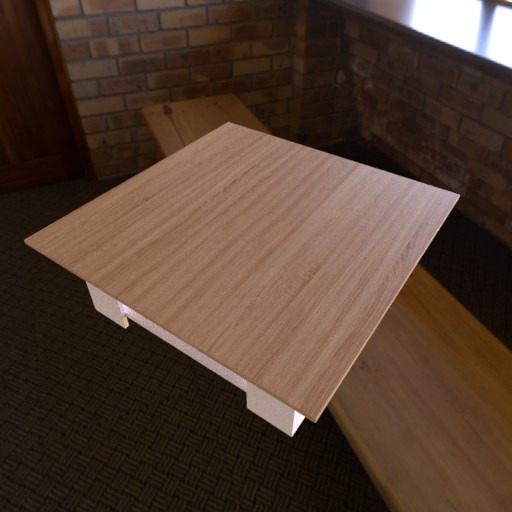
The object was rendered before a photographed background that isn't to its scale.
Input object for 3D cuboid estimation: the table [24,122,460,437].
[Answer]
[{"bbox_3d":[0.000,0.000,1.365,0.890,0.305,0.890,25,47,26],"label":"table"}]
